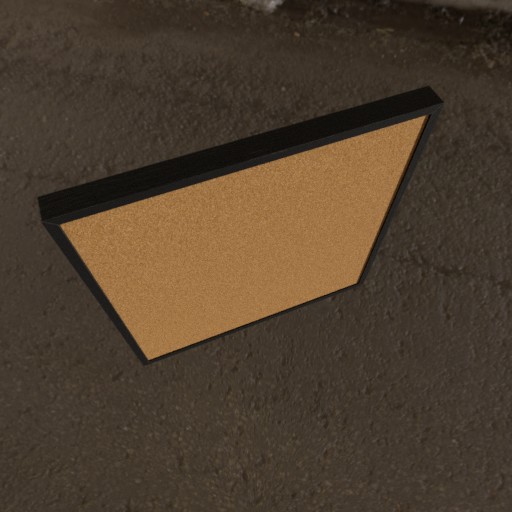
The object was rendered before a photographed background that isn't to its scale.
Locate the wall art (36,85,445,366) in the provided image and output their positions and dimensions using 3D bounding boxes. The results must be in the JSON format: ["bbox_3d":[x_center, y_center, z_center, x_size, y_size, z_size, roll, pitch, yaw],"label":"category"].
[{"bbox_3d":[0.000,0.000,0.743,0.506,0.506,0.036,-19,61,-11],"label":"wall art"}]
